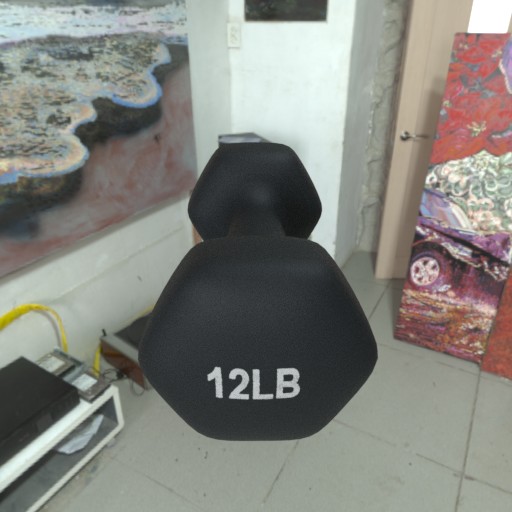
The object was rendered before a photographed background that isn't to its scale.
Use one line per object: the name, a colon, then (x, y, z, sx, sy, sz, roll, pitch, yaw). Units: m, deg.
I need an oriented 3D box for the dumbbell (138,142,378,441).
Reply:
dumbbell: (0.000, 0.000, 0.289, 0.112, 0.101, 0.231, 0, 28, 0)
